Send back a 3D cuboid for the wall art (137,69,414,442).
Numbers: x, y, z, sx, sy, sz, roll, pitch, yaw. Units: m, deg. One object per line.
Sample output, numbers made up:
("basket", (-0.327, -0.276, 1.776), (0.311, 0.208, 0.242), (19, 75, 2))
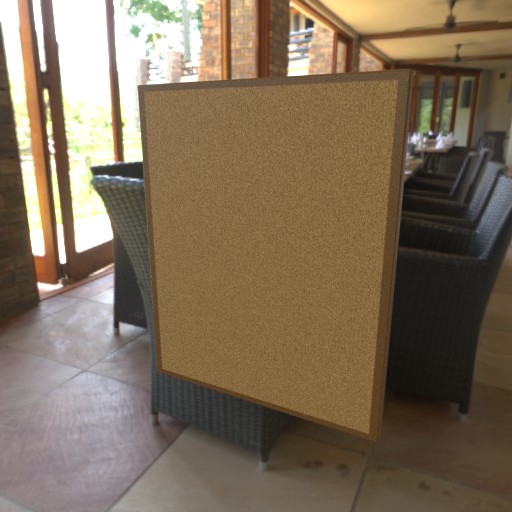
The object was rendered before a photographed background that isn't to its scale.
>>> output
("wall art", (0.000, 0.000, 0.736), (0.449, 0.550, 0.021), (8, 18, 27))
